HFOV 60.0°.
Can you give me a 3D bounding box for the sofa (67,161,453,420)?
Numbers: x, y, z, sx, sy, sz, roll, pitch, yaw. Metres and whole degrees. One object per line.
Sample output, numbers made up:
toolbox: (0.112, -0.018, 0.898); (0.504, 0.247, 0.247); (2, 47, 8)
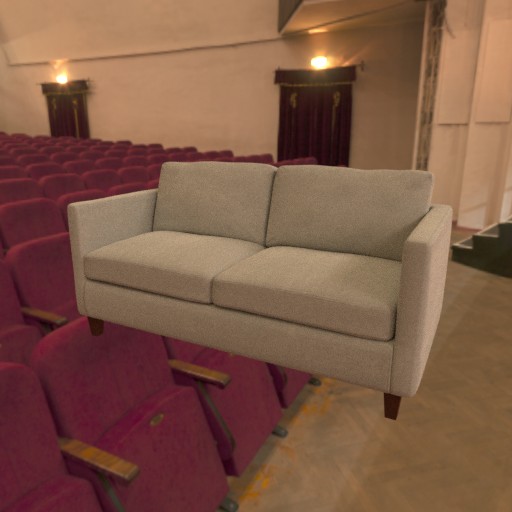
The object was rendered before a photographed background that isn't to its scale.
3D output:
sofa: (0.000, 0.000, 2.430); (1.884, 0.963, 0.950); (8, 18, 26)
